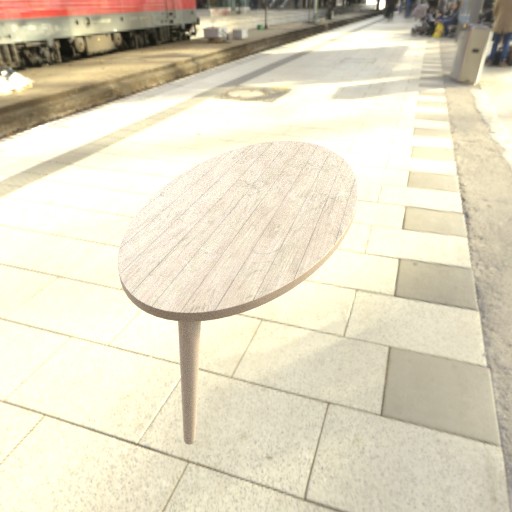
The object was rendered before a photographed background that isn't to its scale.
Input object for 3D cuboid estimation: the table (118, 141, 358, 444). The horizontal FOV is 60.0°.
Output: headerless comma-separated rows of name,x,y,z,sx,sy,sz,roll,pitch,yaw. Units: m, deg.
table,0.000,0.000,1.316,0.542,0.390,1.083,9,32,14
